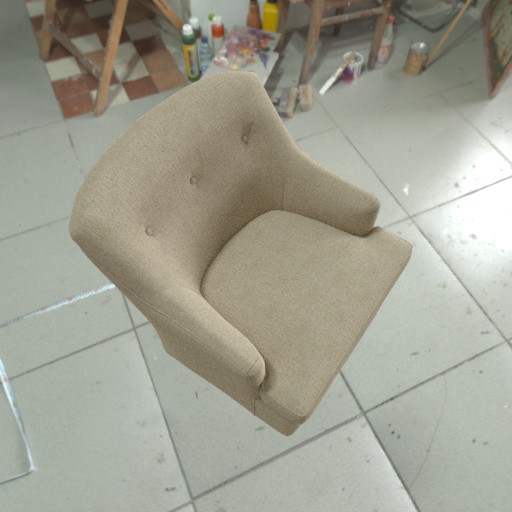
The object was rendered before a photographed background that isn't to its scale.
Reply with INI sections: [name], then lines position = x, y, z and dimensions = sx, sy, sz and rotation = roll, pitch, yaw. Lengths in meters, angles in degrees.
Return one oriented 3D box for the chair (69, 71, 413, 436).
[chair]
position = 0.000, 0.000, 1.613
dimensions = 0.923, 0.856, 0.864
rotation = 32, 64, 18
